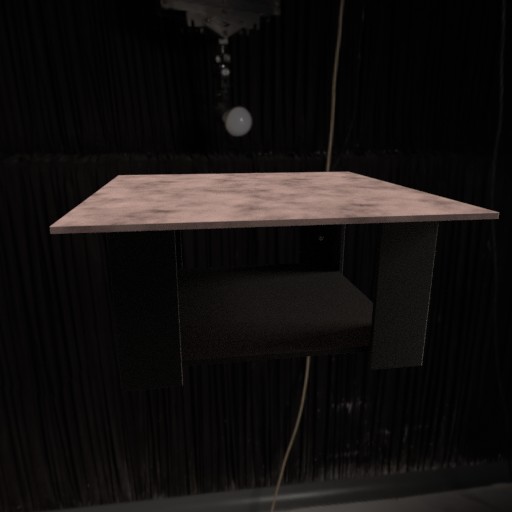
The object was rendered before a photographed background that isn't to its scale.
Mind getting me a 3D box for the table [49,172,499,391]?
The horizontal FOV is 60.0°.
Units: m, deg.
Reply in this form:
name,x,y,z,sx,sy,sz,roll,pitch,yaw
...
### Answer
name,x,y,z,sx,sy,sz,roll,pitch,yaw
table,0.000,0.000,1.007,0.670,0.305,0.670,-3,16,-9
